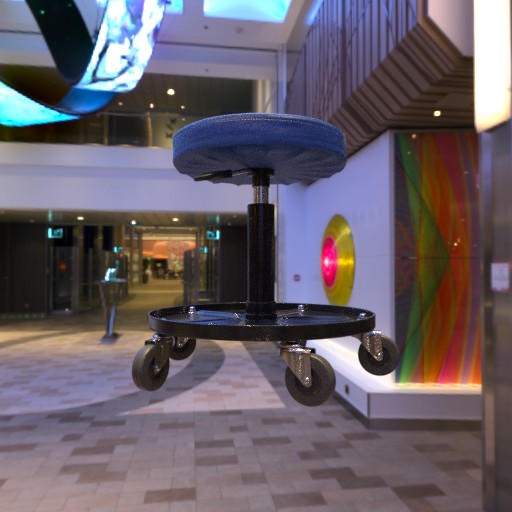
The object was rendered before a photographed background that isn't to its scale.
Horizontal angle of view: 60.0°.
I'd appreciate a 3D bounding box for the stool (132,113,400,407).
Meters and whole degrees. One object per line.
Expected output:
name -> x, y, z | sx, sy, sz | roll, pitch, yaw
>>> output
stool -> 0.000, 0.000, 0.694 | 0.381, 0.365, 0.382 | -1, -2, 36
